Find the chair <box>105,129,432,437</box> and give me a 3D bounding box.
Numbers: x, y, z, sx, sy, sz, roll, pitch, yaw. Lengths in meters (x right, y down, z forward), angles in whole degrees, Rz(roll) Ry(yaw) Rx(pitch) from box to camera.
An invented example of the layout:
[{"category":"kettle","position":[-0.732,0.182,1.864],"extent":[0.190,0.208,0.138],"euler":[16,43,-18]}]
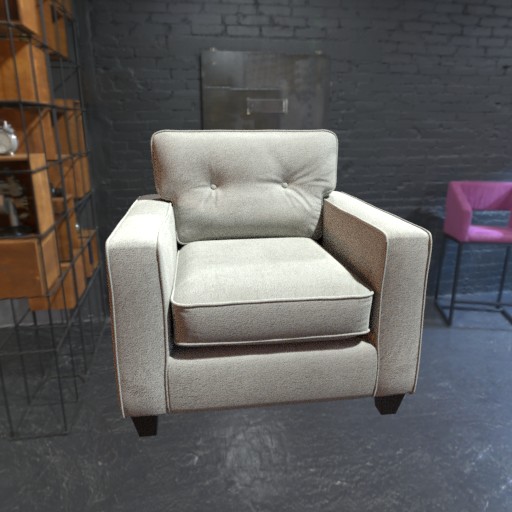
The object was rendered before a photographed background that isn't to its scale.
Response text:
[{"category":"chair","position":[0.000,0.000,1.772],"extent":[1.015,0.965,0.939],"euler":[-2,17,-8]}]
